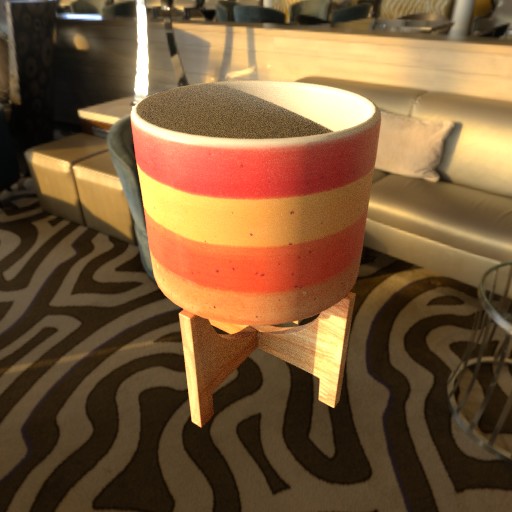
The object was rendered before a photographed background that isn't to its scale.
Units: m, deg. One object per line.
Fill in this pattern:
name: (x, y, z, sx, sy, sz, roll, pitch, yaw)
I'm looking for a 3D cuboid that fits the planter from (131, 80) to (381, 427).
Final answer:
planter: (0.000, 0.000, 0.566, 0.269, 0.379, 0.269, 0, 32, 0)
